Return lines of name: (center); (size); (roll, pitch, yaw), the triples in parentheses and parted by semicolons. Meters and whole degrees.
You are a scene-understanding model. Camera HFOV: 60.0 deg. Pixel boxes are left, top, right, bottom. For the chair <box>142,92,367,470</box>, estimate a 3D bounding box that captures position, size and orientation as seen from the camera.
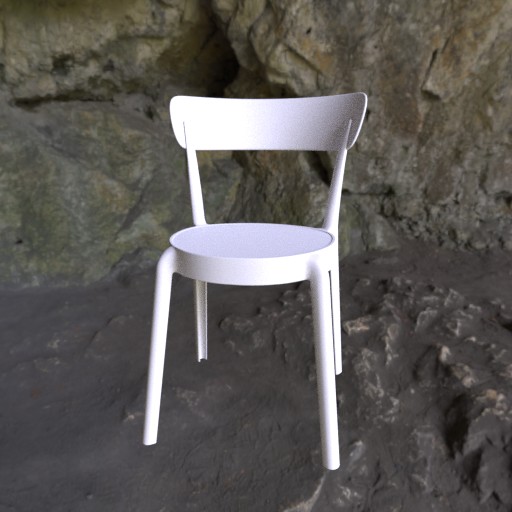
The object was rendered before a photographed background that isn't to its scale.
chair: (0.000, 0.000, 1.108); (0.506, 0.790, 0.491); (3, 15, 10)
